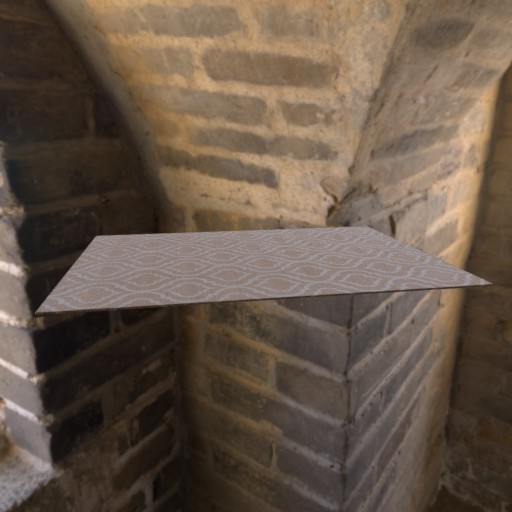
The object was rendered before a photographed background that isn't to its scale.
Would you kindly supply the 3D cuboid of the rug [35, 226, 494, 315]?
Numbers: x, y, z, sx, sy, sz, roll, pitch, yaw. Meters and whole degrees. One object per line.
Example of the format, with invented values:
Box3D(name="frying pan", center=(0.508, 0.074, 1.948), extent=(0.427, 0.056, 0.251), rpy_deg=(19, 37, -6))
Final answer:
Box3D(name="rug", center=(0.000, 0.000, 2.740), extent=(2.134, 0.010, 1.524), rpy_deg=(-3, 15, -10))
